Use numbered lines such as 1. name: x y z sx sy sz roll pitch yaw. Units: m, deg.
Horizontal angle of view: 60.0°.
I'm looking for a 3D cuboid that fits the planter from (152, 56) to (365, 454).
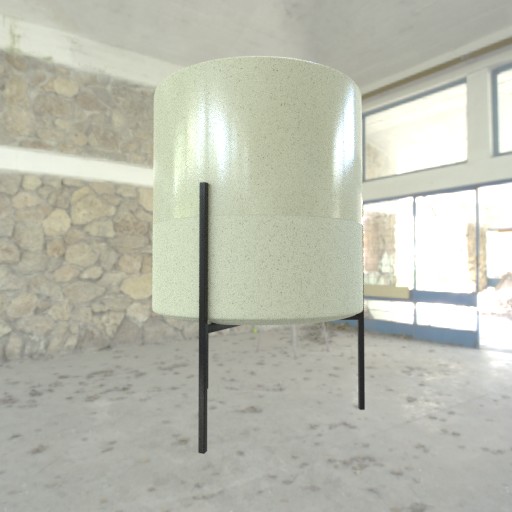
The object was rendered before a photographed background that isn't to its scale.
1. planter: 0.000 0.000 0.685 0.314 0.475 0.323 1 -2 -36
